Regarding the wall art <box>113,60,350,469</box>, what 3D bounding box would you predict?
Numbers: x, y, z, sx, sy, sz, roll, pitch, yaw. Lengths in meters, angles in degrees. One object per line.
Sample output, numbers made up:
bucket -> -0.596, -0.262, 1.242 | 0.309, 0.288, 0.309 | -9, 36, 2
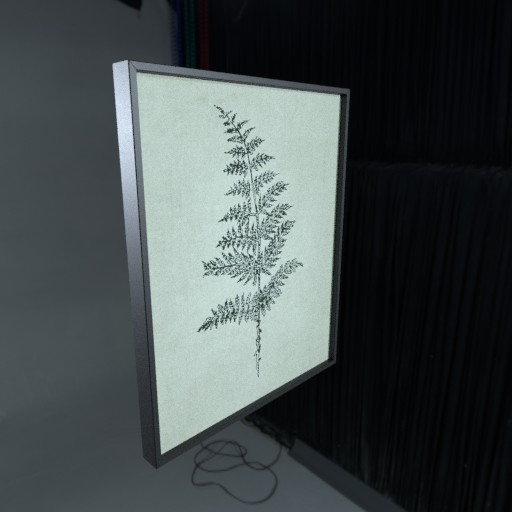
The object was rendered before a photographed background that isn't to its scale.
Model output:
wall art -> 0.000, 0.000, 0.743 | 0.449, 0.555, 0.039 | -15, 21, -43
